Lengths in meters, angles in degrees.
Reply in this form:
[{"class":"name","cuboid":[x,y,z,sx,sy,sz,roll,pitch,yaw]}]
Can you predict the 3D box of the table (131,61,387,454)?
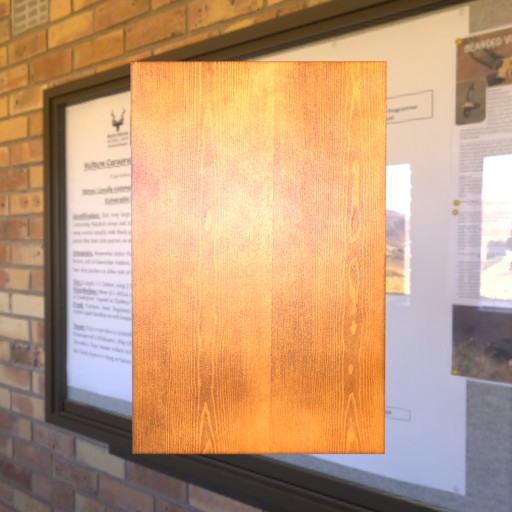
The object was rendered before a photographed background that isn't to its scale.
[{"class":"table","cuboid":[0.000,0.000,0.957,0.400,0.605,0.550,0,1,0]}]
